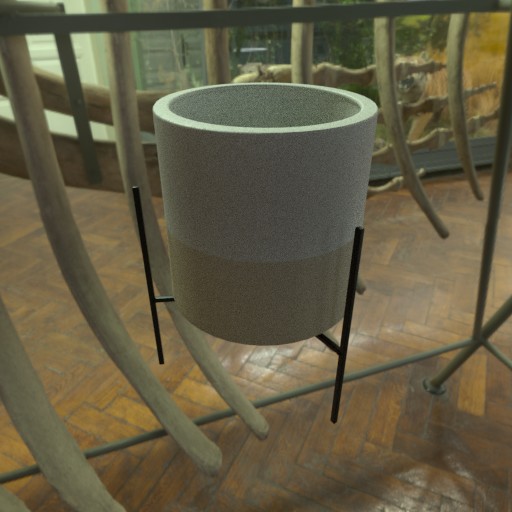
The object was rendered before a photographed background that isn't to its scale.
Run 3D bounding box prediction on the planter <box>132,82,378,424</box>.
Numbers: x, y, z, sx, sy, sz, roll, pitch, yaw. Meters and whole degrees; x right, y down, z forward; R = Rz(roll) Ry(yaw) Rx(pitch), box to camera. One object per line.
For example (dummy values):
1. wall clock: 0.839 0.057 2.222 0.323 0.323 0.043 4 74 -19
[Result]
1. planter: 0.000 0.000 0.549 0.267 0.362 0.263 -10 32 -16
